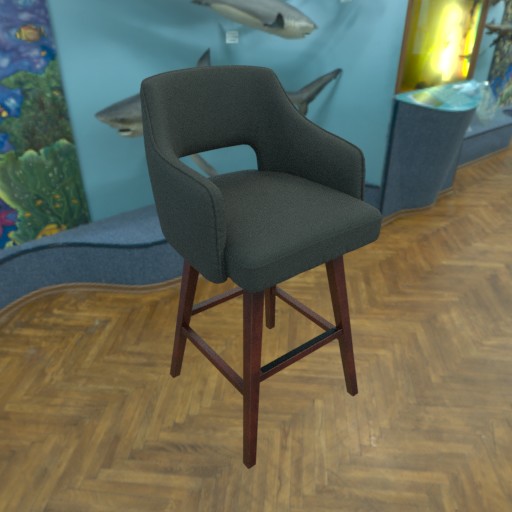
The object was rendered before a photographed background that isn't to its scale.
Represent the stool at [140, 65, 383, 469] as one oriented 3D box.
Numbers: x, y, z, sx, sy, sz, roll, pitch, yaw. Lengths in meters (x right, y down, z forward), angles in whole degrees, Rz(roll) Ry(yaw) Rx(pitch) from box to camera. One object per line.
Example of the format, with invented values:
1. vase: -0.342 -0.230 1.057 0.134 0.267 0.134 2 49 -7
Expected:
1. stool: 0.000 0.000 1.342 0.548 1.012 0.558 -21 36 -32
